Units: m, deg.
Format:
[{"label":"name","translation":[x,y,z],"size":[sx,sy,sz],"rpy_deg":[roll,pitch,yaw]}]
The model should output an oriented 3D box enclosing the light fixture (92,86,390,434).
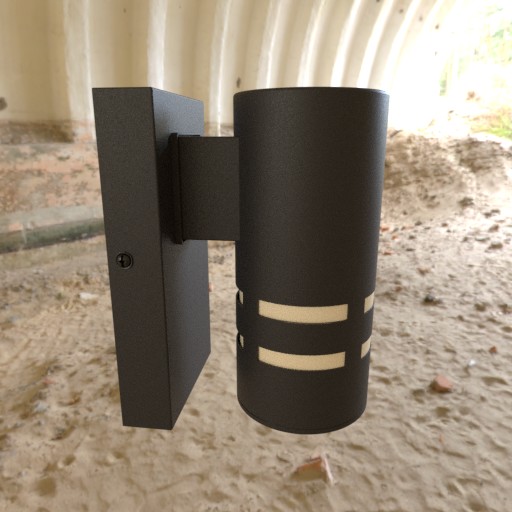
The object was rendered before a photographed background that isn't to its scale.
[{"label":"light fixture","translation":[0.000,0.000,0.260],"size":[0.138,0.179,0.098],"rpy_deg":[2,15,8]}]
